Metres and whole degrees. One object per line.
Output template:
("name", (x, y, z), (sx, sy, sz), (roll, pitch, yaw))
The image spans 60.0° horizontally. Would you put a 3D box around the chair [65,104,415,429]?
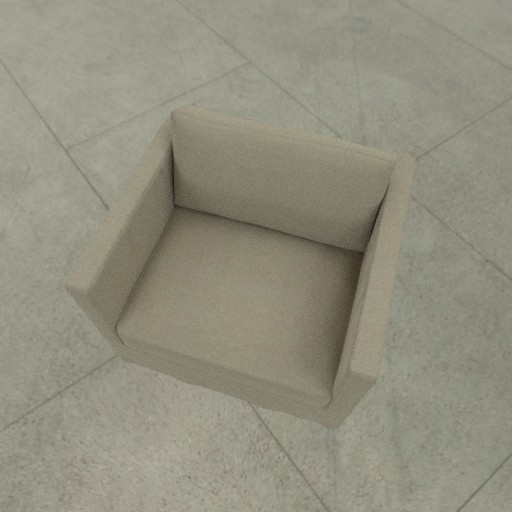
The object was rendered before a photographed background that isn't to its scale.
("chair", (0.000, 0.000, 1.800), (1.057, 0.863, 0.949), (15, 60, 9))
